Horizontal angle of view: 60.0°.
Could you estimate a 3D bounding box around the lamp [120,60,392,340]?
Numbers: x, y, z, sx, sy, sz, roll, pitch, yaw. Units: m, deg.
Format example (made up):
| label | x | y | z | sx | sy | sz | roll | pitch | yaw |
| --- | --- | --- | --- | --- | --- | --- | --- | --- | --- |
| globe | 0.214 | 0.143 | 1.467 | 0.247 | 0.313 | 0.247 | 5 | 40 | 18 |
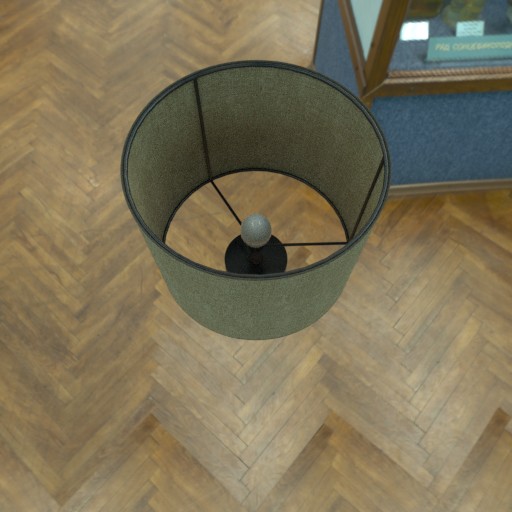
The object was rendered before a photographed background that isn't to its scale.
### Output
| label | x | y | z | sx | sy | sz | roll | pitch | yaw |
| --- | --- | --- | --- | --- | --- | --- | --- | --- | --- |
| lamp | 0.000 | 0.000 | 0.490 | 0.202 | 0.350 | 0.202 | 0 | 64 | 0 |
